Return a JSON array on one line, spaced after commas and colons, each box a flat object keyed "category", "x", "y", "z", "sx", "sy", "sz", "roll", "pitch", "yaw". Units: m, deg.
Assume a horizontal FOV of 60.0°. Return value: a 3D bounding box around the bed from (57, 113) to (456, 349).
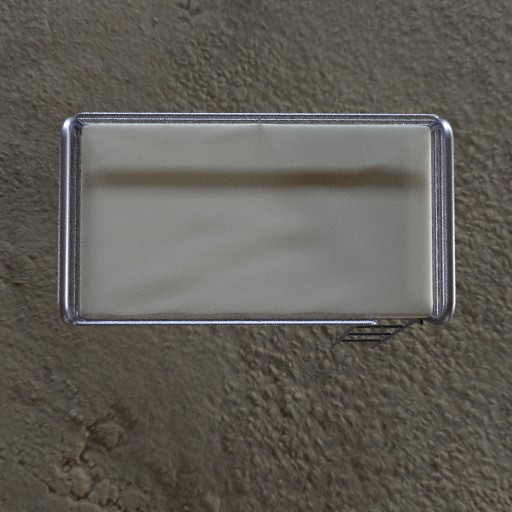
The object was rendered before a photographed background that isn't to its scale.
[{"category": "bed", "x": 0.000, "y": 0.000, "z": 2.817, "sx": 1.965, "sy": 1.288, "sz": 1.415, "roll": 0, "pitch": 88, "yaw": -1}]
